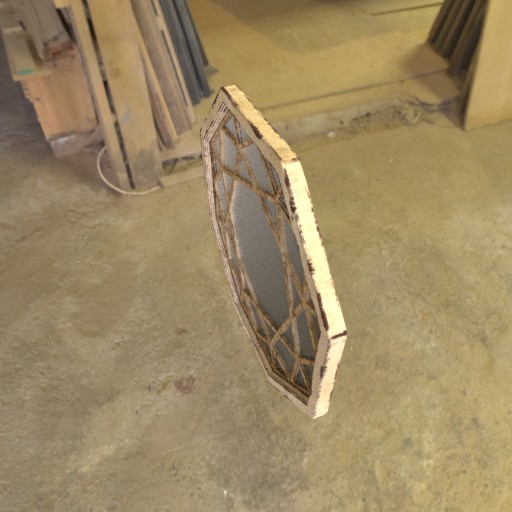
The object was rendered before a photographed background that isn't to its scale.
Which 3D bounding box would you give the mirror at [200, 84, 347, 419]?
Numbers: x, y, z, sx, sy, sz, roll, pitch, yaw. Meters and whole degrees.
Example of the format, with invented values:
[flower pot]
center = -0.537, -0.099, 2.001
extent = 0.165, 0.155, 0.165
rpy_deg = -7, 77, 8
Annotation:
[mirror]
center = 0.000, 0.000, 0.963
extent = 0.031, 0.648, 0.648
rpy_deg = -16, 48, -15
